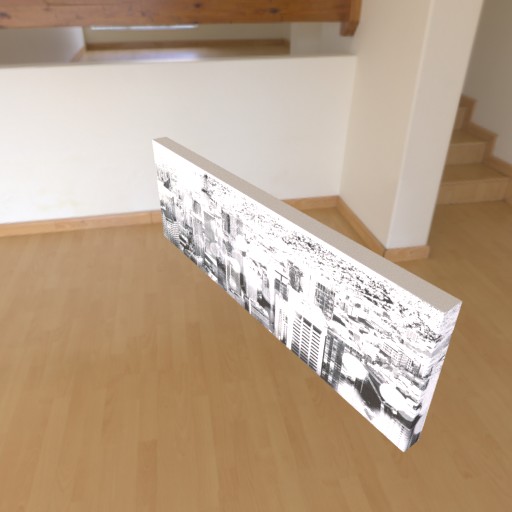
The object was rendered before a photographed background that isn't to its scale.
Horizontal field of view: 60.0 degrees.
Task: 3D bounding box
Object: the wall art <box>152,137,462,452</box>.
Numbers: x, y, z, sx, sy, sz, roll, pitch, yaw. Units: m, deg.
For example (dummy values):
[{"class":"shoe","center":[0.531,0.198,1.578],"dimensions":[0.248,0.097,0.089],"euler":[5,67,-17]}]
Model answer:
[{"class":"wall art","center":[0.000,0.000,0.831],"dimensions":[0.038,0.255,0.763],"euler":[-21,38,-30]}]
